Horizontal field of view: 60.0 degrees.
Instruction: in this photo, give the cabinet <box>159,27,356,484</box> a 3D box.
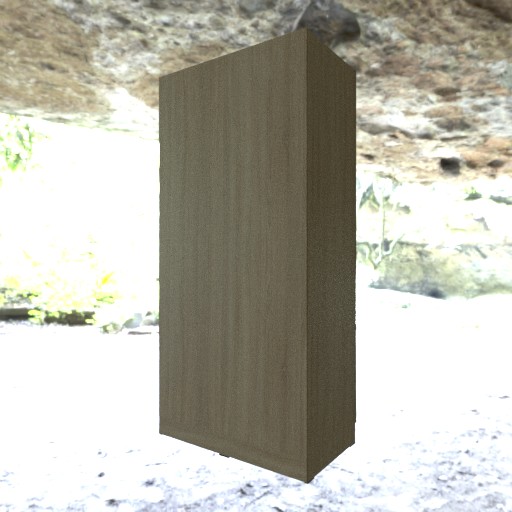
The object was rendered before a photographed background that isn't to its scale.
[{"bbox_3d":[0.000,0.000,2.583,1.001,2.121,0.590,0,0,35],"label":"cabinet"}]
